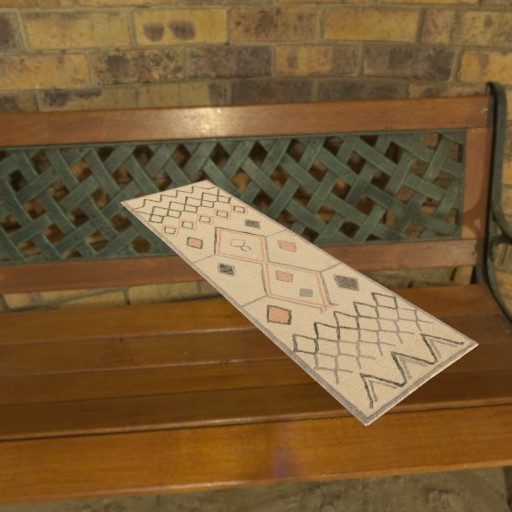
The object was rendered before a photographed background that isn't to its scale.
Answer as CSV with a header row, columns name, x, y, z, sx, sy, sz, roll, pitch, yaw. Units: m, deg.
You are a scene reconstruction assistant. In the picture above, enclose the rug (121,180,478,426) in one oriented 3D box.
name,x,y,z,sx,sy,sz,roll,pitch,yaw
rug,0.000,0.000,2.676,0.750,0.011,2.435,-21,37,-30
